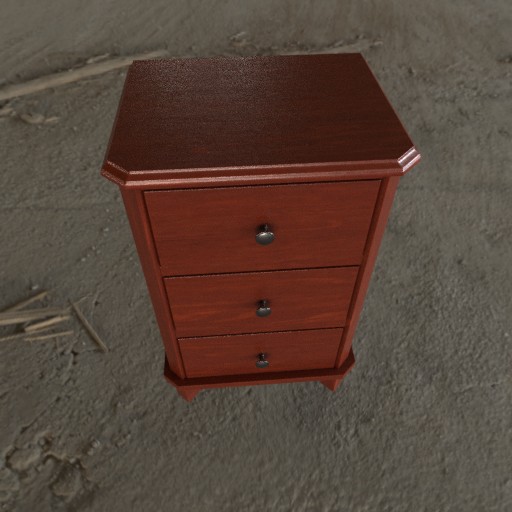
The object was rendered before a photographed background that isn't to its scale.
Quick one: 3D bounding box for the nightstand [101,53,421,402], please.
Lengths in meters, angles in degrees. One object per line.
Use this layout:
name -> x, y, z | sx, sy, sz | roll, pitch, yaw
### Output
nightstand -> 0.000, 0.000, 0.929 | 0.435, 0.681, 0.351 | -3, 47, -3
